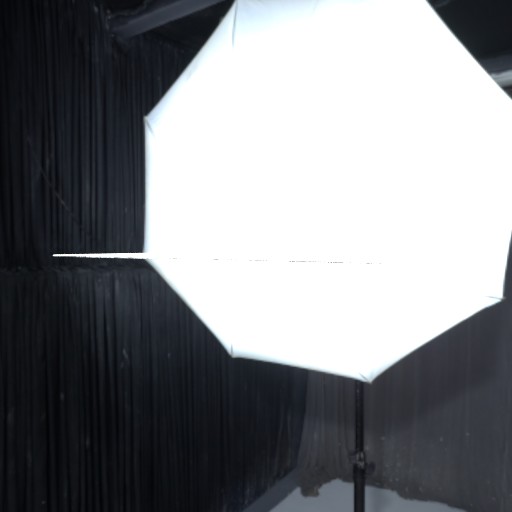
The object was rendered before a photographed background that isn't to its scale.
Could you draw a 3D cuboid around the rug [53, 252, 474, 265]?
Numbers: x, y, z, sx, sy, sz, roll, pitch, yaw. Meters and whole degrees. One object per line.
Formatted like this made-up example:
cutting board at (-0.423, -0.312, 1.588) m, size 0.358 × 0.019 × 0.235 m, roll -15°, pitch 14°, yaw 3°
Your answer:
rug at (0.000, 0.000, 2.993) m, size 2.440 × 0.010 × 1.529 m, roll 1°, pitch 2°, yaw 36°
